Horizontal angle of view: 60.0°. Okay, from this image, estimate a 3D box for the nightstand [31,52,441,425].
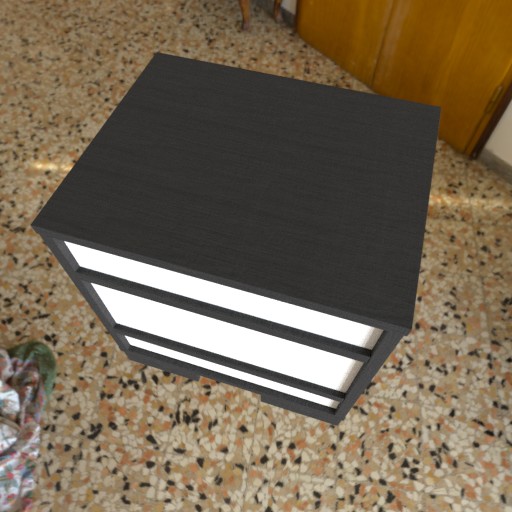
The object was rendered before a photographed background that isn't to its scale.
[{"bbox_3d":[0.000,0.000,0.743,0.427,0.448,0.347,15,59,9],"label":"nightstand"}]
